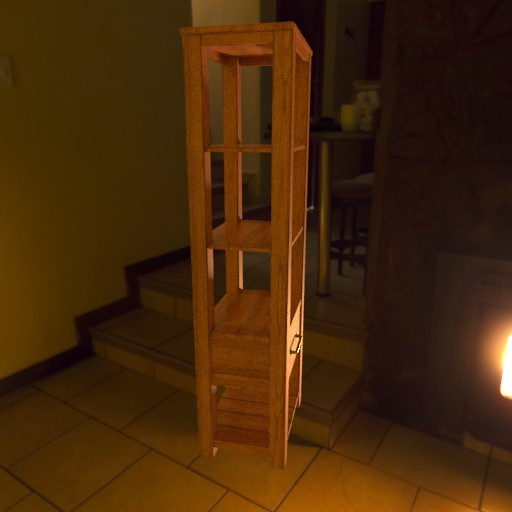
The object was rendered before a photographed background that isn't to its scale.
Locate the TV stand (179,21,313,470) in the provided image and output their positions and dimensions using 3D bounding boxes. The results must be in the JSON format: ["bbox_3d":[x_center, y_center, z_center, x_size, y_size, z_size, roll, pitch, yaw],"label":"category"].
[{"bbox_3d":[0.000,0.000,2.053,0.435,1.828,0.565,4,16,13],"label":"TV stand"}]
